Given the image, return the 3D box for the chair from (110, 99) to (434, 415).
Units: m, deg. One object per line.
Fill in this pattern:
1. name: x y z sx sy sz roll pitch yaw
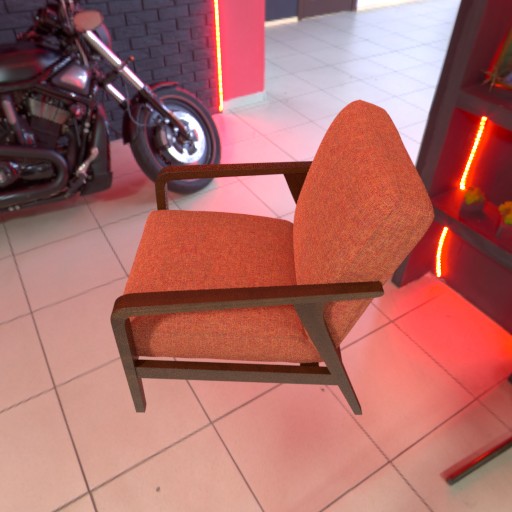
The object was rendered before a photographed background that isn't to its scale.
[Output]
1. chair: 0.000 0.000 1.506 0.860 0.890 0.719 0 42 0
